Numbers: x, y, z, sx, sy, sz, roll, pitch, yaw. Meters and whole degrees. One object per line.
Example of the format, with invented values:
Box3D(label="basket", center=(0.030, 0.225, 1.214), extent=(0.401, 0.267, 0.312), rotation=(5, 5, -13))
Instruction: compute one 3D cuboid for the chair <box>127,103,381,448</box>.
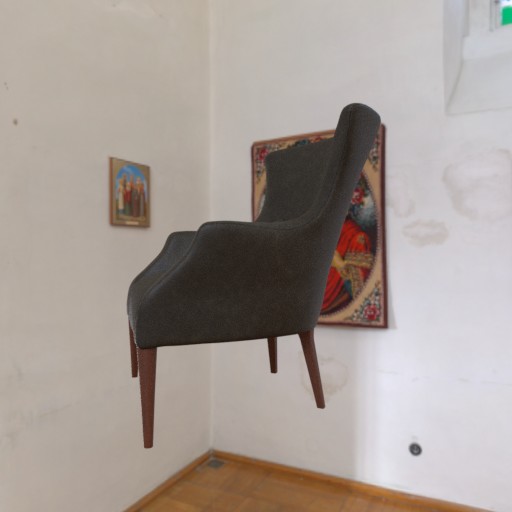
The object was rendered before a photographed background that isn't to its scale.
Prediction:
Box3D(label="chair", center=(0.000, 0.000, 1.734), extent=(0.954, 1.068, 0.819), rotation=(0, 1, -18))
